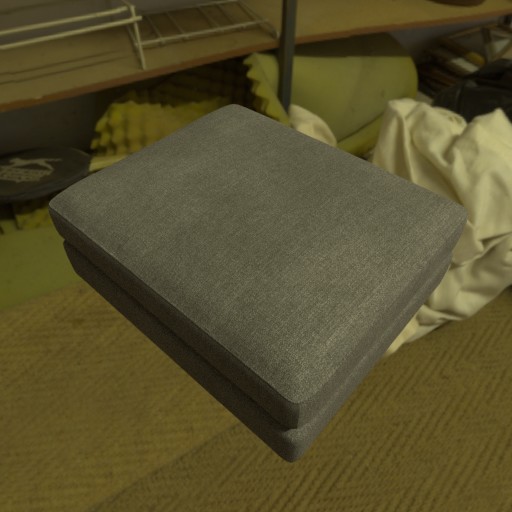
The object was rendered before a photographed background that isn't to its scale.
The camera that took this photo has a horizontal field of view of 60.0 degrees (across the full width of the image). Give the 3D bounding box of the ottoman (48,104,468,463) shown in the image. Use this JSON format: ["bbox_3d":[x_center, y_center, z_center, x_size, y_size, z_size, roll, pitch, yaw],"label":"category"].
[{"bbox_3d":[0.000,0.000,1.214,0.821,0.474,0.693,33,55,28],"label":"ottoman"}]
